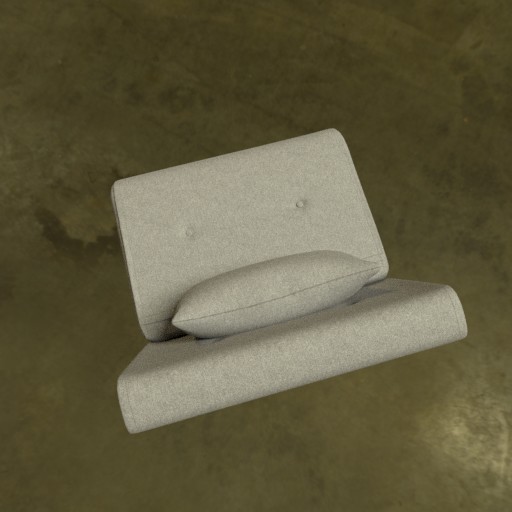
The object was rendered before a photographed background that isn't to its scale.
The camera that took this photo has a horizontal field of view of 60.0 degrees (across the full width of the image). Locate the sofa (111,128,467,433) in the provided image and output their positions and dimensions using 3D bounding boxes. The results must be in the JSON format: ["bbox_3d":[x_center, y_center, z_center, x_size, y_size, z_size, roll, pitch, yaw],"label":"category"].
[{"bbox_3d":[0.000,0.000,1.718,1.020,0.825,1.000,-15,74,-4],"label":"sofa"}]
